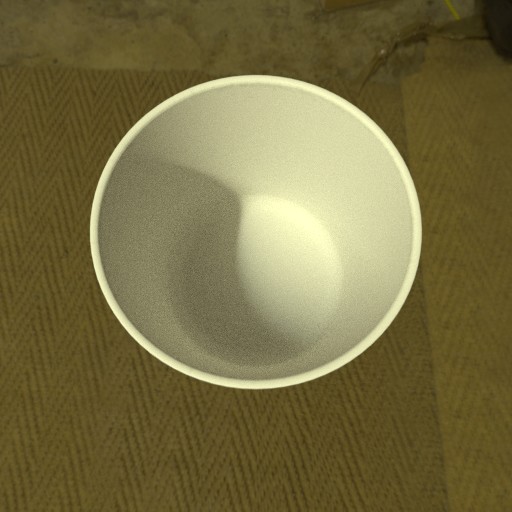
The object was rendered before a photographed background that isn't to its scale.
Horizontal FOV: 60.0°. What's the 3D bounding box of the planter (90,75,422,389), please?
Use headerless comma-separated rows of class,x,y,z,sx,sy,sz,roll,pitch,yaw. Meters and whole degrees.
planter,0.000,0.000,0.779,0.440,0.398,0.440,0,75,0
